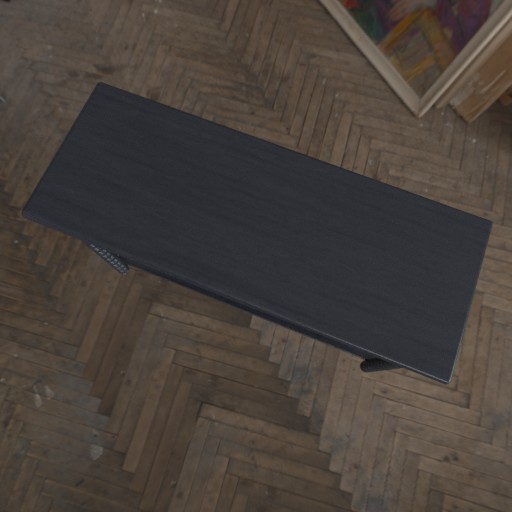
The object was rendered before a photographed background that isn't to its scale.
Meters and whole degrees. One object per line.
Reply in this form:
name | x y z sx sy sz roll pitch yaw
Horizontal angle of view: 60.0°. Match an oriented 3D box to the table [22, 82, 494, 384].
table | 0.000 0.000 1.531 1.184 0.735 0.459 21 75 6
